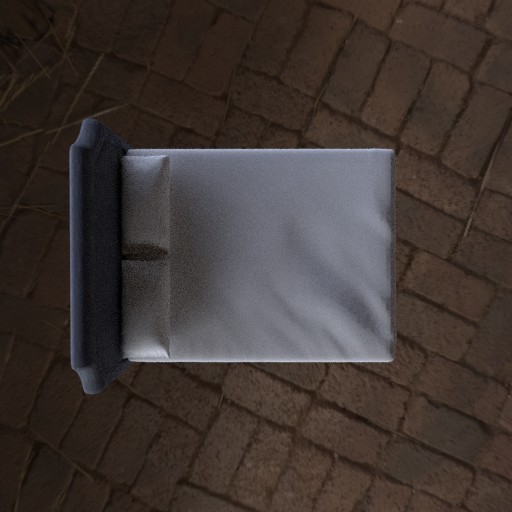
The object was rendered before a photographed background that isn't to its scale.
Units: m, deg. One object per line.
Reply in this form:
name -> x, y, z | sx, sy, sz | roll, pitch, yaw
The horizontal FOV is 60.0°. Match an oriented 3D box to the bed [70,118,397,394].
bed -> 0.000, 0.000, 3.134 | 2.116, 1.290, 1.693 | 0, 91, 0
